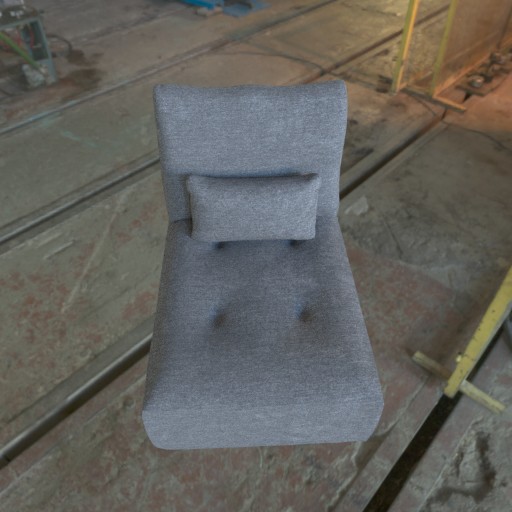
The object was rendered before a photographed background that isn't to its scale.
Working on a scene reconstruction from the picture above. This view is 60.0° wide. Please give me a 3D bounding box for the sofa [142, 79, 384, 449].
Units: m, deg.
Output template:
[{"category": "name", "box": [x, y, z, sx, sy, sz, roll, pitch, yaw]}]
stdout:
[{"category": "sofa", "box": [0.000, 0.000, 1.517, 0.700, 0.820, 1.000, -2, 46, -2]}]
